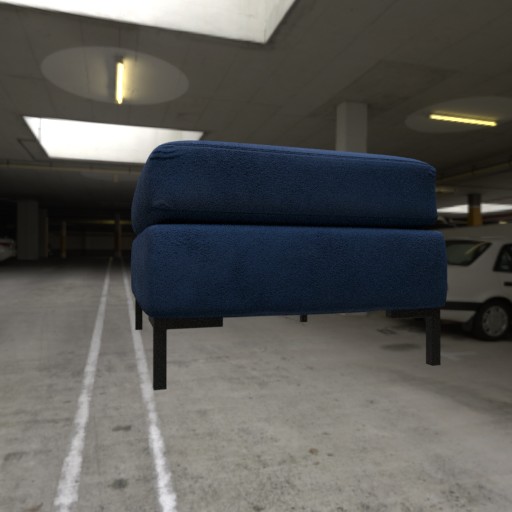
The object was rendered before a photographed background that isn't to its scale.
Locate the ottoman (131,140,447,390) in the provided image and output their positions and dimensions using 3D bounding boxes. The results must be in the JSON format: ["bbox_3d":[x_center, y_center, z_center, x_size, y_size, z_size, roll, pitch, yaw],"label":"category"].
[{"bbox_3d":[0.000,0.000,1.234,0.655,0.485,0.794,0,0,-18],"label":"ottoman"}]
